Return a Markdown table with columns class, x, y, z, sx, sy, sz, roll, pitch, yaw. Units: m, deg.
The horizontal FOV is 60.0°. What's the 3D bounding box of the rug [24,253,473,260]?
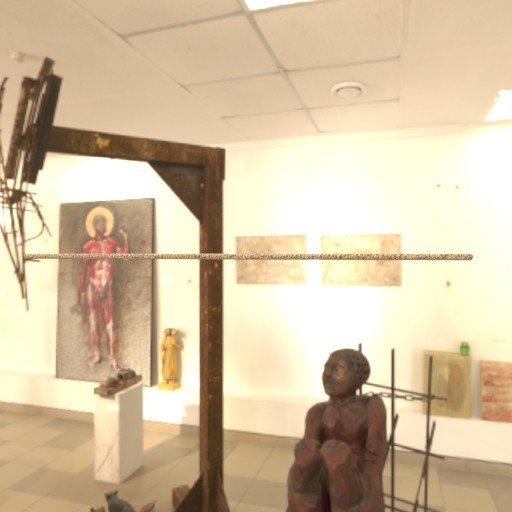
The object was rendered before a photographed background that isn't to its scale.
| class | x | y | z | sx | sy | sz | roll | pitch | yaw |
| --- | --- | --- | --- | --- | --- | --- | --- | --- | --- |
| rug | 0.000 | 0.000 | 3.004 | 2.438 | 0.030 | 1.524 | 0 | 0 | 17 |
